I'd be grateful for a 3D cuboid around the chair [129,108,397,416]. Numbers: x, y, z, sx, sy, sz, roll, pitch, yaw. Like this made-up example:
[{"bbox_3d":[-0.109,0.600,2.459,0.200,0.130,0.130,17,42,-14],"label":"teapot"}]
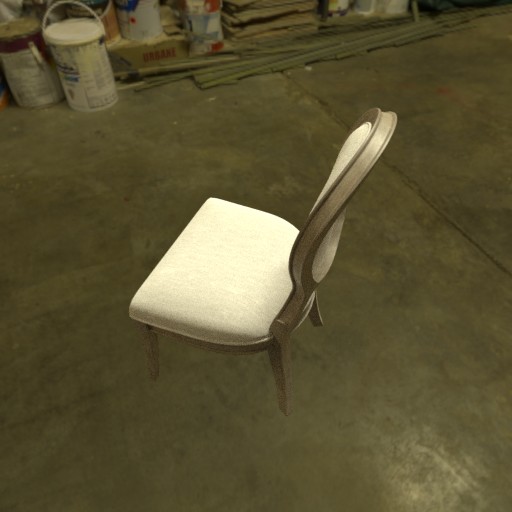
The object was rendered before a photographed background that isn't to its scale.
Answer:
[{"bbox_3d":[0.000,0.000,1.315,0.602,0.990,0.558,16,48,15],"label":"chair"}]
